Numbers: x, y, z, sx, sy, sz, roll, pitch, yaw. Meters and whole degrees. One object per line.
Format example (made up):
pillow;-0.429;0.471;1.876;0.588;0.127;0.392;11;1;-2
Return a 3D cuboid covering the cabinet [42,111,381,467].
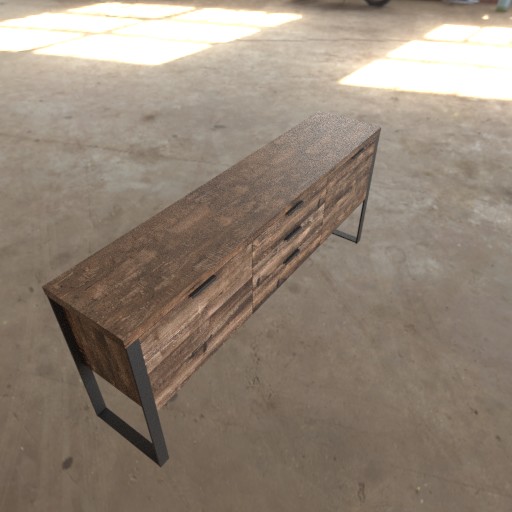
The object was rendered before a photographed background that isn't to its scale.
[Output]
cabinet;0.000;0.000;2.133;0.395;0.762;1.800;24;45;27
